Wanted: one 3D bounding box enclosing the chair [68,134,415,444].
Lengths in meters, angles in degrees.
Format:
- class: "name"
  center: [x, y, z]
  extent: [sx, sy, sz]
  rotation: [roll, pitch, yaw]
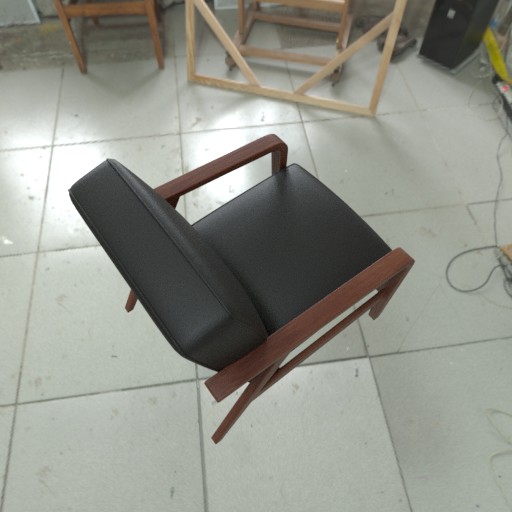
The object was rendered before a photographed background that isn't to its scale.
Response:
- class: "chair"
  center: [0.000, 0.000, 1.526]
  extent: [0.889, 0.861, 0.719]
  rotation: [-33, 64, -18]
